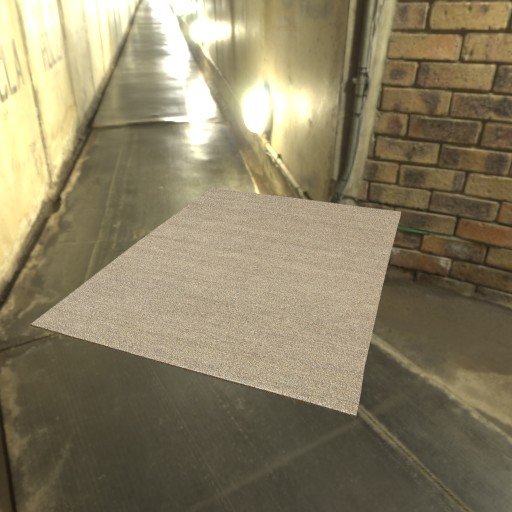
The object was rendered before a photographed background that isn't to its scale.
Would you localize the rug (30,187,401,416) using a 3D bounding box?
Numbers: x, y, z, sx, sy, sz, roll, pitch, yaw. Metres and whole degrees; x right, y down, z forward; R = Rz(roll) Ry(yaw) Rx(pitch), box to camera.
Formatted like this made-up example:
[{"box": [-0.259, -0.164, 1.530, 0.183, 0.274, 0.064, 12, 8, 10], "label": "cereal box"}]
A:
[{"box": [0.000, 0.000, 4.806, 2.757, 0.051, 3.626, 10, 30, 18], "label": "rug"}]
